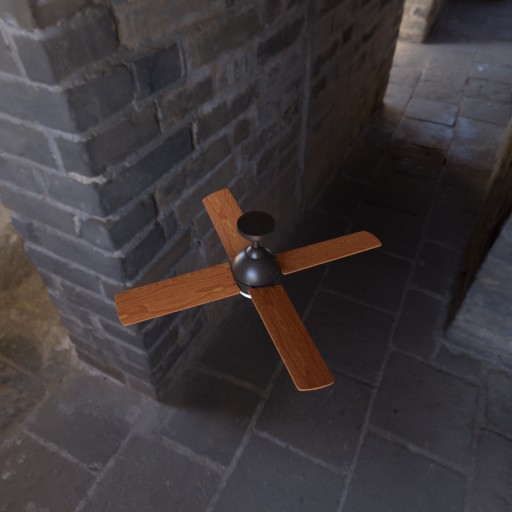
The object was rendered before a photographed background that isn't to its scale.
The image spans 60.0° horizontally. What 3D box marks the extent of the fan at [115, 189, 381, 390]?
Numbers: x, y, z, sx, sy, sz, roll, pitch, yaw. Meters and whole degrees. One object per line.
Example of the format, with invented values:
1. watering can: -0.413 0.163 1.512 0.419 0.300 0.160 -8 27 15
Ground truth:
1. fan: 0.000 0.000 2.076 1.332 0.403 1.332 -15 47 -15
